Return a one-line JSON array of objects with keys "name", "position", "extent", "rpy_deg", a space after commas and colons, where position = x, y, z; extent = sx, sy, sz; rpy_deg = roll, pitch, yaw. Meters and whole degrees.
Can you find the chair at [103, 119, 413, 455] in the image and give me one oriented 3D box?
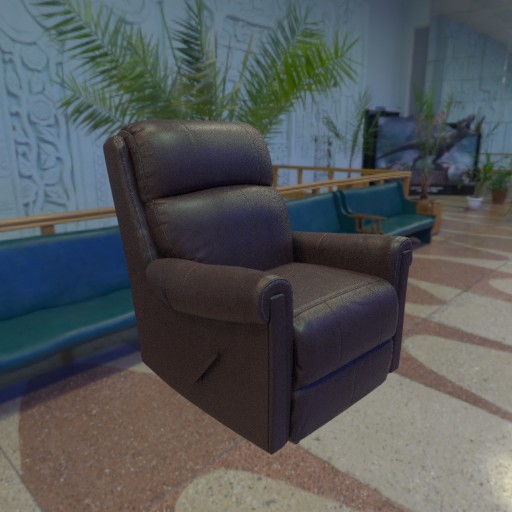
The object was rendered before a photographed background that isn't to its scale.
[{"name": "chair", "position": [0.000, 0.000, 1.770], "extent": [0.838, 1.054, 1.014], "rpy_deg": [-14, 20, -42]}]
